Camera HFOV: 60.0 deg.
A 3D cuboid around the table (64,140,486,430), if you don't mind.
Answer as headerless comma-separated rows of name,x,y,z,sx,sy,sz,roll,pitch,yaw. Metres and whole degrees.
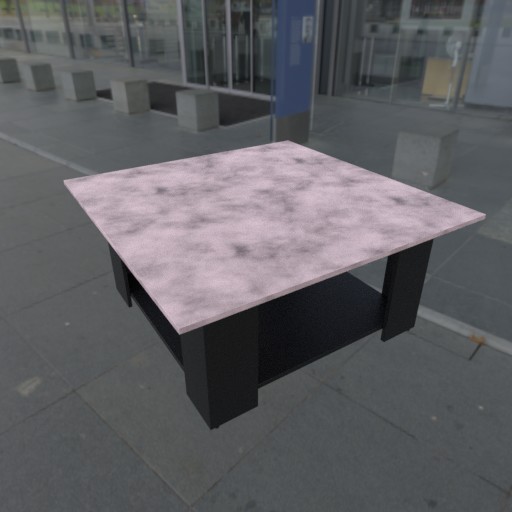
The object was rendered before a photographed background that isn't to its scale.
table,0.000,0.000,1.053,0.670,0.305,0.670,-18,34,-28
